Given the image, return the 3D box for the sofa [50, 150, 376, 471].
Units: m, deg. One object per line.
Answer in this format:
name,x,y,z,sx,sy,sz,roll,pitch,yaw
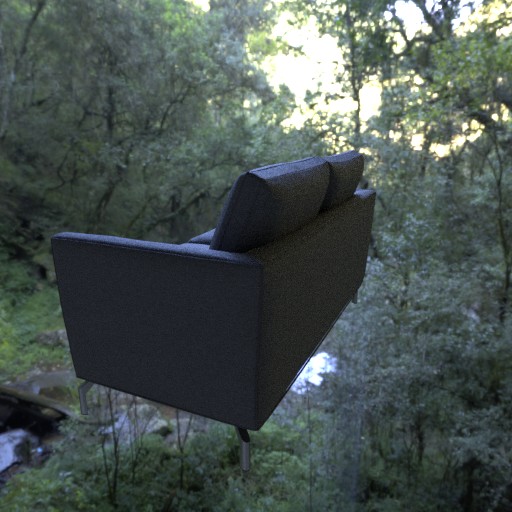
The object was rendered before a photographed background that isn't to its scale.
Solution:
sofa,0.000,0.000,2.062,0.803,0.924,1.594,7,18,24
